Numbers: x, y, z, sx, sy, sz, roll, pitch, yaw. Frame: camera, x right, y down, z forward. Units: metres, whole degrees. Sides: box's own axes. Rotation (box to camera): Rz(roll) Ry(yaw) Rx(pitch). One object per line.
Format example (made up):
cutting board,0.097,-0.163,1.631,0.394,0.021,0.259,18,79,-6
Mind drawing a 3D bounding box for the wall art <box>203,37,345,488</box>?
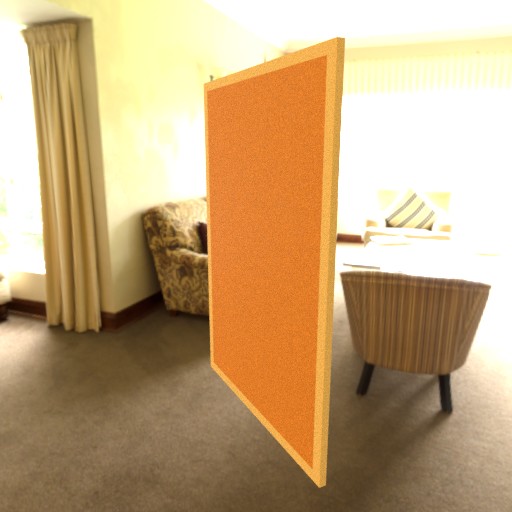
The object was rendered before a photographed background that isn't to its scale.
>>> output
wall art,0.000,0.000,0.823,0.013,0.656,0.456,-7,15,-27
